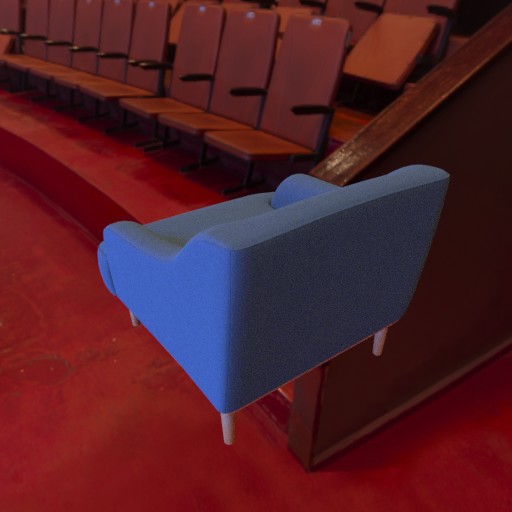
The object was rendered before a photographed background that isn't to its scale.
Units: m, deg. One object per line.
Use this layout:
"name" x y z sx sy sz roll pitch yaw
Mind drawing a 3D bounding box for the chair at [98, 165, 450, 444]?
"chair" 0.000 0.000 1.666 0.946 0.818 0.951 -20 37 -29
